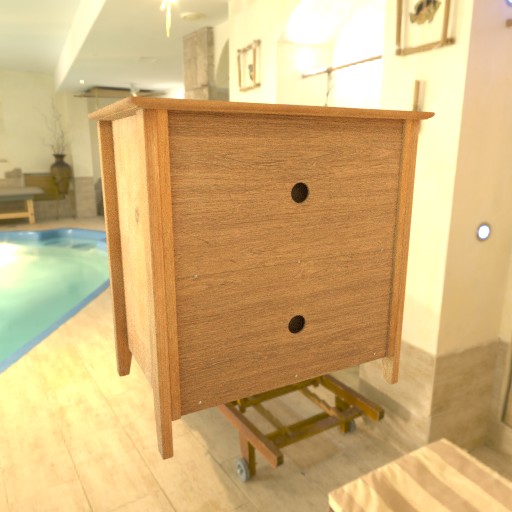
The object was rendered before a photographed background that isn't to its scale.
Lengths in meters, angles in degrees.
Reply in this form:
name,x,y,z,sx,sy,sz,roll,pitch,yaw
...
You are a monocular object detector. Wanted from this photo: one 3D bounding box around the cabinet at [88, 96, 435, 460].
name,x,y,z,sx,sy,sz,roll,pitch,yaw
cabinet,0.000,0.000,1.241,0.763,0.762,0.503,-7,15,-27
